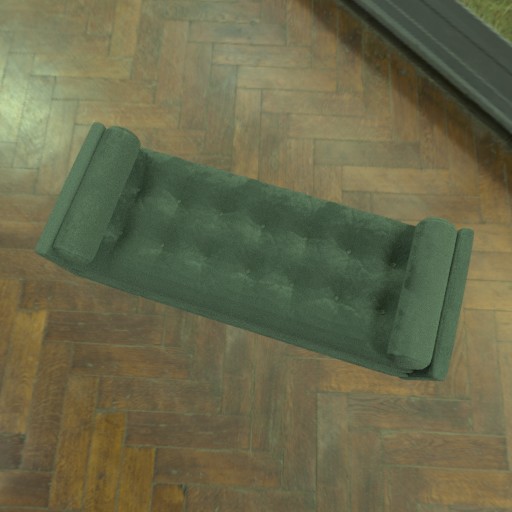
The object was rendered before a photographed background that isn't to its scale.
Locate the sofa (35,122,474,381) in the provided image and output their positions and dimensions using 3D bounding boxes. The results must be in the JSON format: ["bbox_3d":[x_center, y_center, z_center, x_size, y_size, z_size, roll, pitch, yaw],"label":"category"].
[{"bbox_3d":[0.000,0.000,2.499,2.102,0.705,0.796,17,76,4],"label":"sofa"}]
